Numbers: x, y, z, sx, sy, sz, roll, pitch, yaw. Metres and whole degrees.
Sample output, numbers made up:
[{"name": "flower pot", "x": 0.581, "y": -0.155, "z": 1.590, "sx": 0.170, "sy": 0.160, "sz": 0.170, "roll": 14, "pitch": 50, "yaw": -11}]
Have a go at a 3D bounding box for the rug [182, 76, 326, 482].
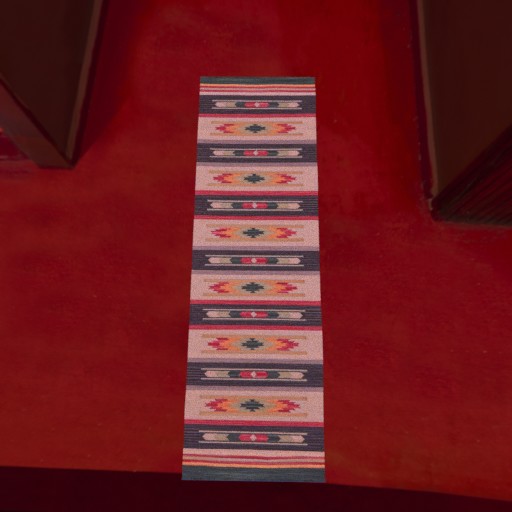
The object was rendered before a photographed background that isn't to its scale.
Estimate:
[{"name": "rug", "x": 0.000, "y": 0.000, "z": 2.626, "sx": 0.760, "sy": 0.009, "sz": 2.440, "roll": 0, "pitch": 76, "yaw": 0}]
